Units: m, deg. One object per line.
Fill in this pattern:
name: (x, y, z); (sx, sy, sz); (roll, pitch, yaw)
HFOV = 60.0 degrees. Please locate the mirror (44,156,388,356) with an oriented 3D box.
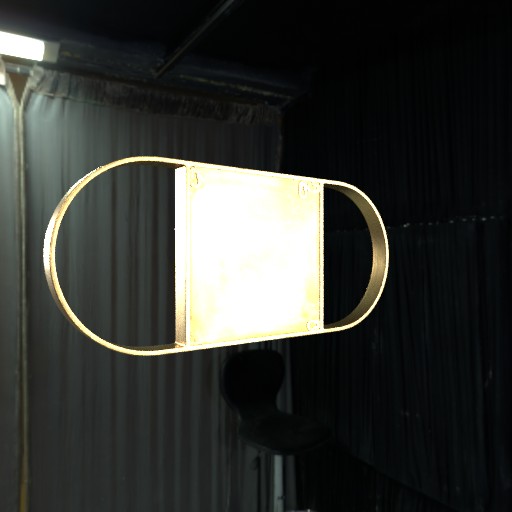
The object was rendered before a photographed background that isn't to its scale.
mirror: (0.000, 0.000, 0.673); (0.584, 0.254, 0.032); (0, 0, -35)
